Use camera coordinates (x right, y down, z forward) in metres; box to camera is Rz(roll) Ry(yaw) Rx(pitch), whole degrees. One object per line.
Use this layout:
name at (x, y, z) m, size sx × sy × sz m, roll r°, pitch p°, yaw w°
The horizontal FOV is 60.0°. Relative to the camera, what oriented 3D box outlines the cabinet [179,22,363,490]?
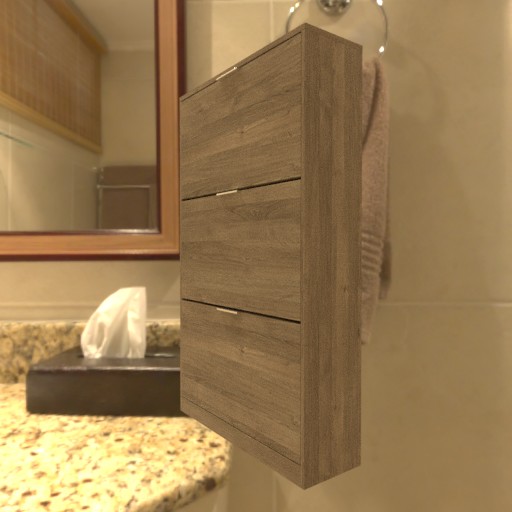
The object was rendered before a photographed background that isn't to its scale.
cabinet at (0.000, 0.000, 1.580) m, size 0.250 × 1.280 × 0.750 m, roll -1°, pitch 1°, yaw -36°
